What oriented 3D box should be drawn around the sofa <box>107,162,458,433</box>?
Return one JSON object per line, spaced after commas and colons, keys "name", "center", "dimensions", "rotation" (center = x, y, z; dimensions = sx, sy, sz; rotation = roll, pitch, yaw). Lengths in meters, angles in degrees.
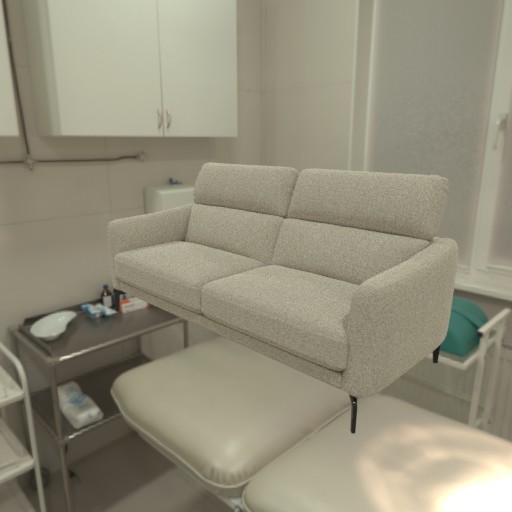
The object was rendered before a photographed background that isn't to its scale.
{"name": "sofa", "center": [0.000, 0.000, 2.524], "dimensions": [2.015, 0.956, 0.856], "rotation": [14, 20, 42]}
